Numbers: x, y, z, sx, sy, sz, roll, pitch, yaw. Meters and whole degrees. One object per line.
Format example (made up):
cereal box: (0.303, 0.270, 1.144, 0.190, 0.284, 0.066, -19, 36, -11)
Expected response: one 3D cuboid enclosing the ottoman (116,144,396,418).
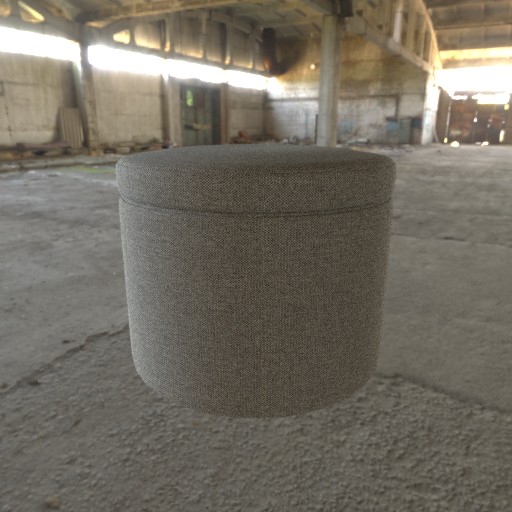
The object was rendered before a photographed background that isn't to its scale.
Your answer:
ottoman: (0.000, 0.000, 0.874, 0.500, 0.419, 0.500, 0, 17, 0)
